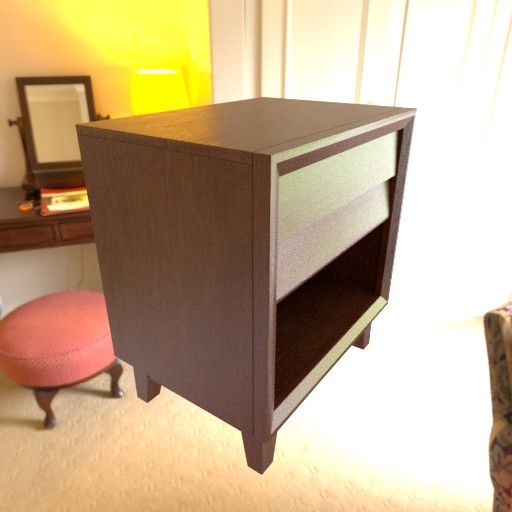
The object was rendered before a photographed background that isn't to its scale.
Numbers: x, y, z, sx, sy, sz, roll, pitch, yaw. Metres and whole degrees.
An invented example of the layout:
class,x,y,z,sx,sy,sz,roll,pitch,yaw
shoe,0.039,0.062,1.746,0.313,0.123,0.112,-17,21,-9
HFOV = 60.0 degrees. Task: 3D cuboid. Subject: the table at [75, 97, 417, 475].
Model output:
class,x,y,z,sx,sy,sz,roll,pitch,yaw
table,0.000,0.000,0.992,0.449,0.609,0.557,17,30,32
